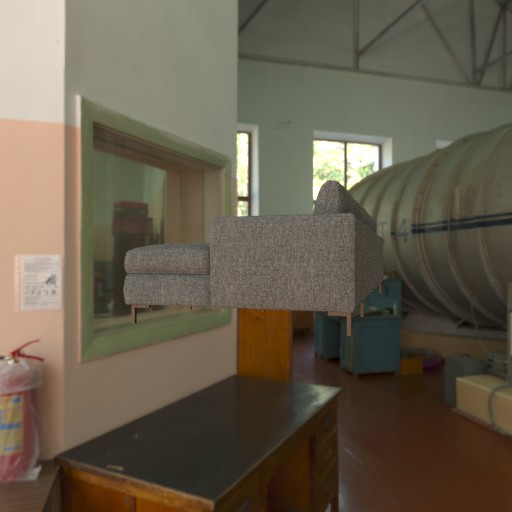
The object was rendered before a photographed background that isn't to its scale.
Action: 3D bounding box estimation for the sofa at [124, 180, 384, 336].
[{"bbox_3d":[0.000,0.000,3.607,1.879,0.756,2.737,0,0,19],"label":"sofa"}]
